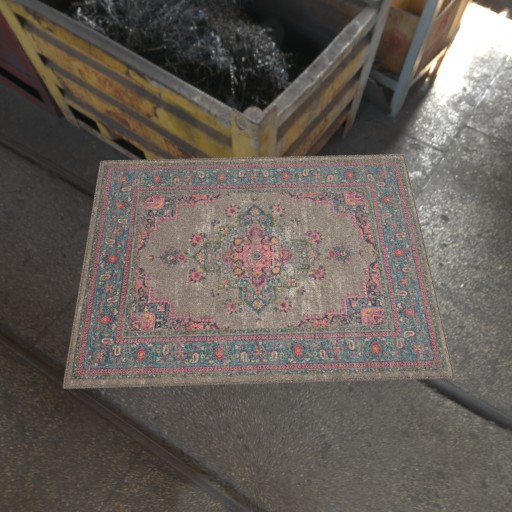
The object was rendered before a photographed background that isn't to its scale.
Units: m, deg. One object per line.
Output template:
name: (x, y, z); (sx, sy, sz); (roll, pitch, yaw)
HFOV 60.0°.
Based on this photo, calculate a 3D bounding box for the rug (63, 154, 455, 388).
rug: (0.000, 0.000, 2.859); (2.214, 0.013, 1.609); (-1, 63, -1)
